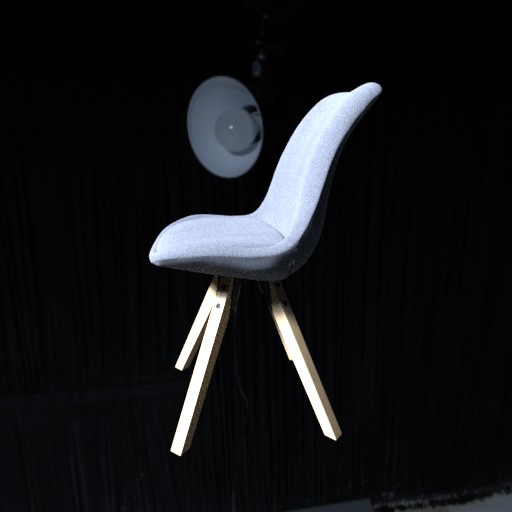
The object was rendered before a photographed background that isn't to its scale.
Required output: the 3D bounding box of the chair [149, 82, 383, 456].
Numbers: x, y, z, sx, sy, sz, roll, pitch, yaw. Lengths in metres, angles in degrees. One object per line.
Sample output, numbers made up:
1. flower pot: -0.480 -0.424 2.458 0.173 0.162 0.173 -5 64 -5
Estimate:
1. chair: 0.000 0.000 1.187 0.550 0.850 0.485 -2 15 -8
